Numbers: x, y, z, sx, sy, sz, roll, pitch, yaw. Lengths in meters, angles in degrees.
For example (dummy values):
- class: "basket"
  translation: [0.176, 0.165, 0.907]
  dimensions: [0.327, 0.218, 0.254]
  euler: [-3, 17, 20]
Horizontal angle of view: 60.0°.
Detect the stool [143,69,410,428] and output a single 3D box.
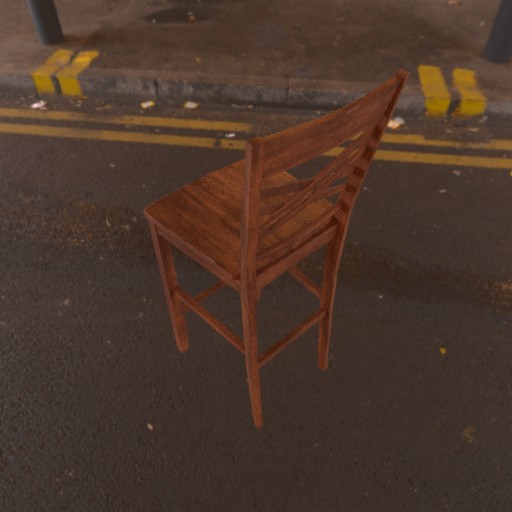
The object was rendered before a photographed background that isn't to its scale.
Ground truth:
- class: "stool"
  translation: [0.000, 0.000, 1.308]
  dimensions: [0.433, 1.105, 0.487]
  euler: [-32, 53, -29]
